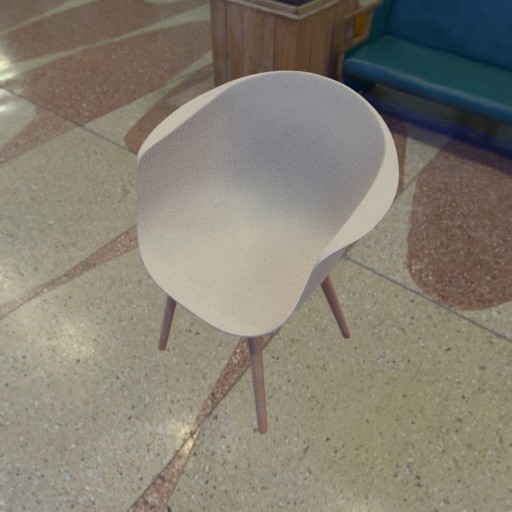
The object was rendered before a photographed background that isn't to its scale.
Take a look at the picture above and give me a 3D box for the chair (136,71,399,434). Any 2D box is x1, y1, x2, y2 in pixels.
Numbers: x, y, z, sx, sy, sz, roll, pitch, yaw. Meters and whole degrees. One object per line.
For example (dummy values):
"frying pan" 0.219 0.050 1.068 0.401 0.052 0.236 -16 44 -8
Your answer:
"chair" 0.000 0.000 1.162 0.593 0.781 0.504 31 53 27
